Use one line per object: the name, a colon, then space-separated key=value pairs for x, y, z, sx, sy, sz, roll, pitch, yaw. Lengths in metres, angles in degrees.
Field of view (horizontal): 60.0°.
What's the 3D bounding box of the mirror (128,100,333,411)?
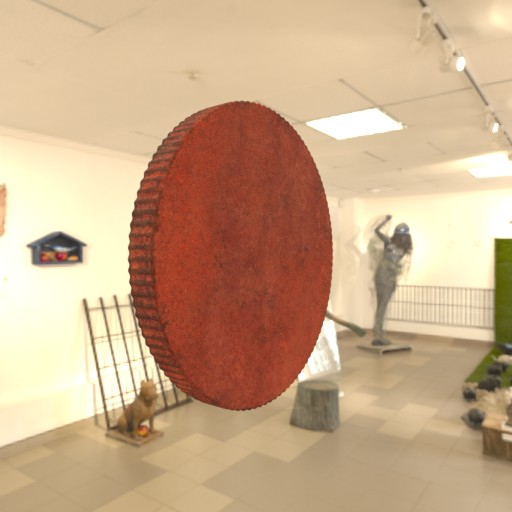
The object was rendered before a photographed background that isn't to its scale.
mirror: x=0.000 y=0.000 z=0.919 sx=0.056 sy=0.609 sz=0.609 roll=0 pitch=1 yaw=36
